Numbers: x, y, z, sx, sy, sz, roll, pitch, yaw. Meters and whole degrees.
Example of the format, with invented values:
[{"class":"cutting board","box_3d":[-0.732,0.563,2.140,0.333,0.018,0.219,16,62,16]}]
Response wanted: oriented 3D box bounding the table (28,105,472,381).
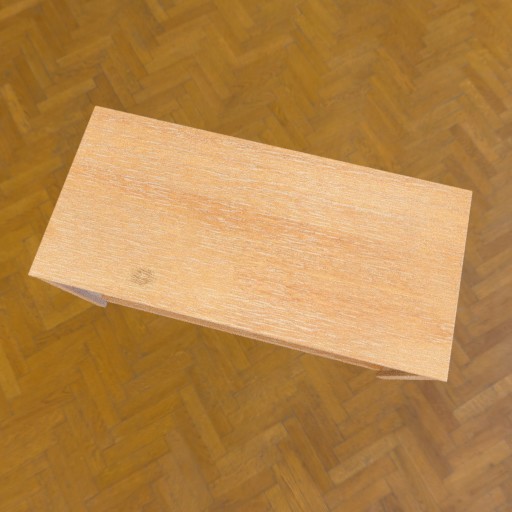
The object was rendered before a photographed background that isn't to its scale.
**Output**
[{"class":"table","box_3d":[0.000,0.000,1.321,1.016,0.457,0.483,14,75,4]}]
